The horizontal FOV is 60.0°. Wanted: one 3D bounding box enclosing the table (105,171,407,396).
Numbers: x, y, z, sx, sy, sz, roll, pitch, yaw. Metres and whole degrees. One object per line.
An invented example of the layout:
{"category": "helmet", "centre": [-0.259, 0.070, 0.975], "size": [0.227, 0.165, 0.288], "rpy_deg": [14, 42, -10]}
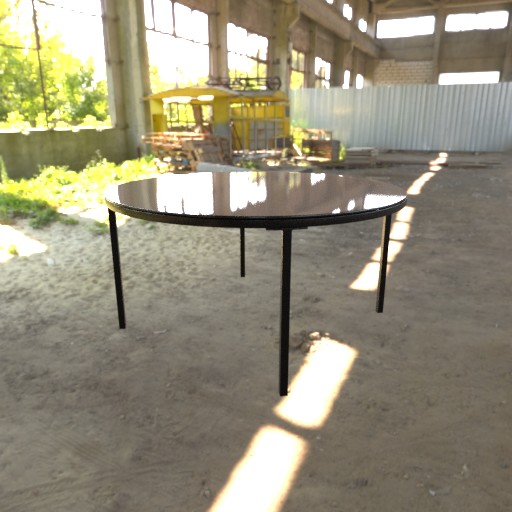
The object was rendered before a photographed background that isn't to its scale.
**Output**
{"category": "table", "centre": [0.000, 0.000, 1.287], "size": [0.800, 0.400, 0.800], "rpy_deg": [0, 17, 0]}
